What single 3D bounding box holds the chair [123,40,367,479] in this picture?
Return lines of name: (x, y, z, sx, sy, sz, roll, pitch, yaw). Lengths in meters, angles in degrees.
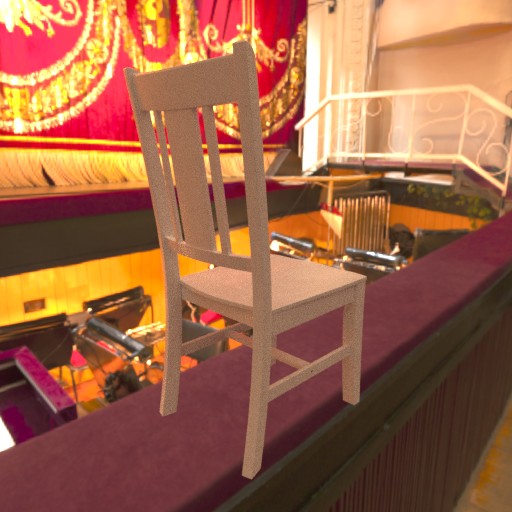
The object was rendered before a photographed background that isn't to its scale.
chair: (0.000, 0.000, 1.272, 0.450, 0.998, 0.555, 14, 20, 43)
